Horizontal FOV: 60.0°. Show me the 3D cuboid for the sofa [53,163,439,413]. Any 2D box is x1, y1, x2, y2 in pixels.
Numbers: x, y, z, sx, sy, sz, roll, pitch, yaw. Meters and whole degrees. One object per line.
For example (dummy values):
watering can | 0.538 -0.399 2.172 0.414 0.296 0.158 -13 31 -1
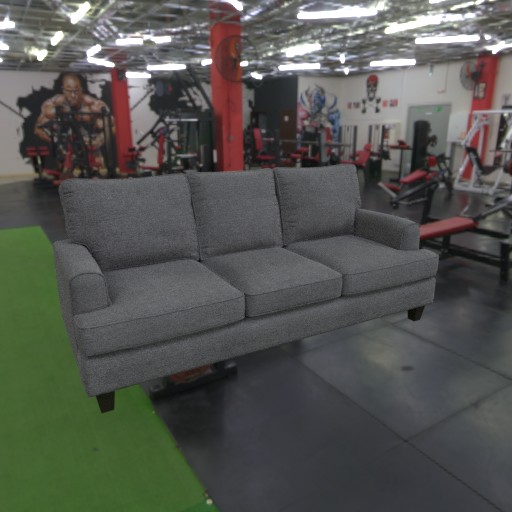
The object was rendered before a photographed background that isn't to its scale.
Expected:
sofa | 0.000 0.000 2.655 2.158 0.965 0.951 -9 19 -28
